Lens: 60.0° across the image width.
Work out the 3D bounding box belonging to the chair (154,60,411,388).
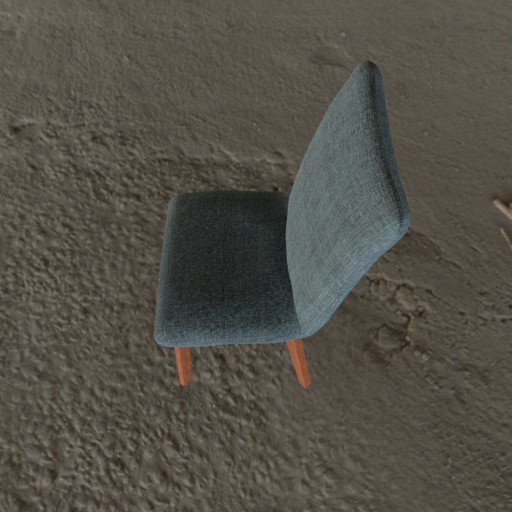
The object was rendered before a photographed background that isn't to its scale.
[{"bbox_3d":[0.000,0.000,1.287,0.563,0.974,0.522,0,59,0],"label":"chair"}]
